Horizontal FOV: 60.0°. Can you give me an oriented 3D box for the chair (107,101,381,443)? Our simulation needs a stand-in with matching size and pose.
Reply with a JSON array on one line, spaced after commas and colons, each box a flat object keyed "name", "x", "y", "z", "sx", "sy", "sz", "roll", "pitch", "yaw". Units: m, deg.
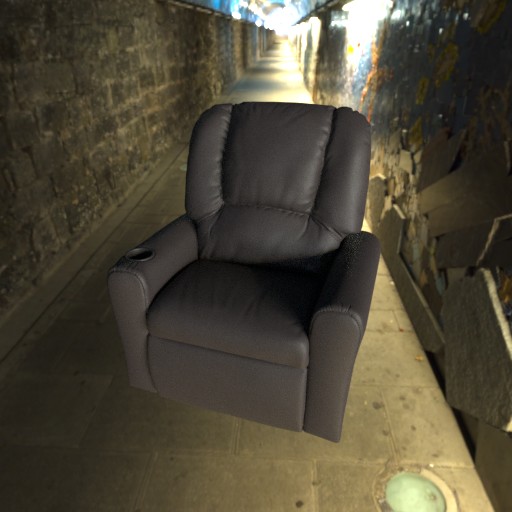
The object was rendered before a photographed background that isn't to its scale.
[{"name": "chair", "x": 0.000, "y": 0.000, "z": 1.151, "sx": 0.610, "sy": 0.709, "sz": 0.521, "roll": 9, "pitch": 28, "yaw": 17}]
